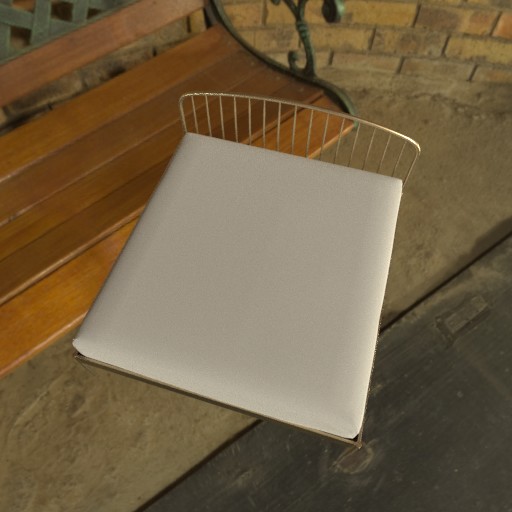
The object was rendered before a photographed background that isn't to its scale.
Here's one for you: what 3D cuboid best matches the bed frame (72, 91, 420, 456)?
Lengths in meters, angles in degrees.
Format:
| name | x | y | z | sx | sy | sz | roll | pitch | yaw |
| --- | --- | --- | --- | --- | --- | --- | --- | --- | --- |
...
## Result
| name | x | y | z | sx | sy | sz | roll | pitch | yaw |
| --- | --- | --- | --- | --- | --- | --- | --- | --- | --- |
| bed frame | 0.000 | 0.000 | 3.334 | 2.016 | 1.174 | 2.152 | 15 | 60 | 9 |
